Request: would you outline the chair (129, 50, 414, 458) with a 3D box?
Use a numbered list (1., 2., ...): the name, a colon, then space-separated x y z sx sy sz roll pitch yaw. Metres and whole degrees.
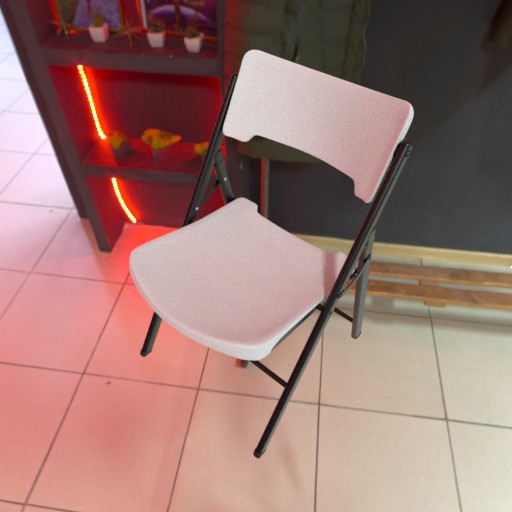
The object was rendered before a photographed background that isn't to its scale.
1. chair: 0.000 0.000 1.103 0.482 0.765 0.577 32 54 27
